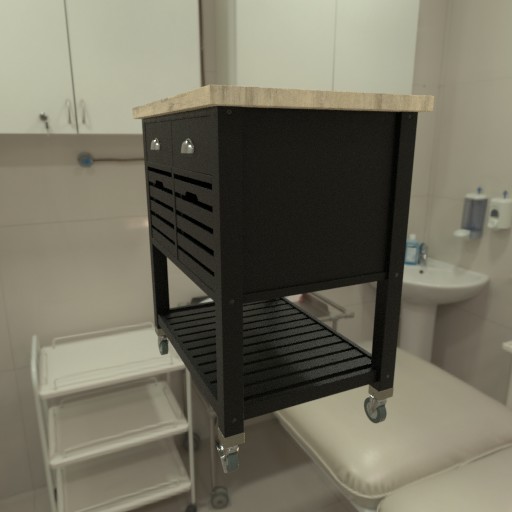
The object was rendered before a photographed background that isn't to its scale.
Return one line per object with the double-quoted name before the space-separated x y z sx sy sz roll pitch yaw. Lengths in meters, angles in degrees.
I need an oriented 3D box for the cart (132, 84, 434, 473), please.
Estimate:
"cart" 0.000 0.000 1.410 0.567 0.920 0.797 -7 17 -24
